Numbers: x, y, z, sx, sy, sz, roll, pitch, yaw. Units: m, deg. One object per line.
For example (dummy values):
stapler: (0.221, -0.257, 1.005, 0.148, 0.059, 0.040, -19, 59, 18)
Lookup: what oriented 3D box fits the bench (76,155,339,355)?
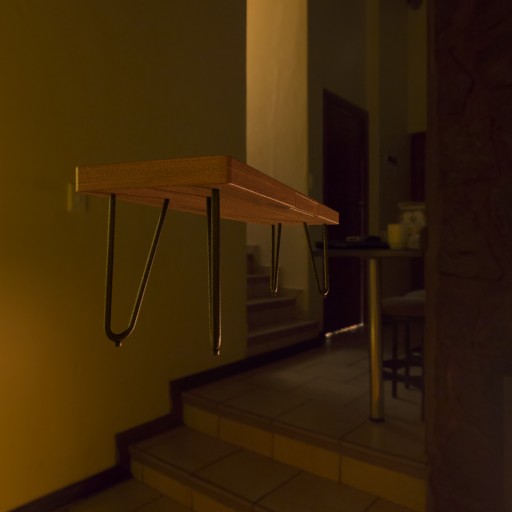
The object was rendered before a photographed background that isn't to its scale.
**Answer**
bench: (0.000, 0.000, 1.779, 0.425, 0.462, 1.570, 0, 1, 19)
